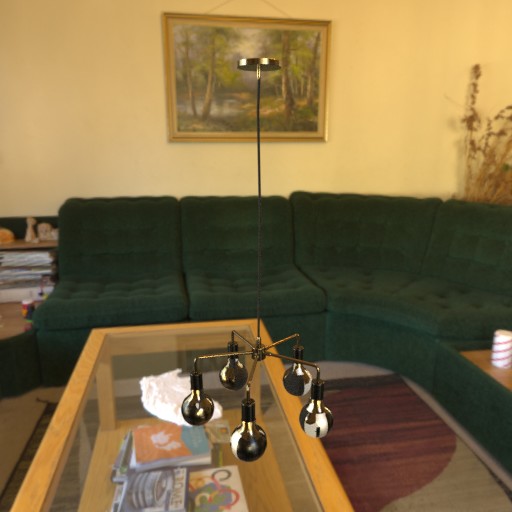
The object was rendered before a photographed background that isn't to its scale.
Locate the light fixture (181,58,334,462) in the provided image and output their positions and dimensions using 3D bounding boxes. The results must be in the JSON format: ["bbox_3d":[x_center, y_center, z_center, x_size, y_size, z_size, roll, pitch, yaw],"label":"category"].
[{"bbox_3d":[0.000,0.000,1.223,0.438,0.988,0.421,-7,16,-26],"label":"light fixture"}]
